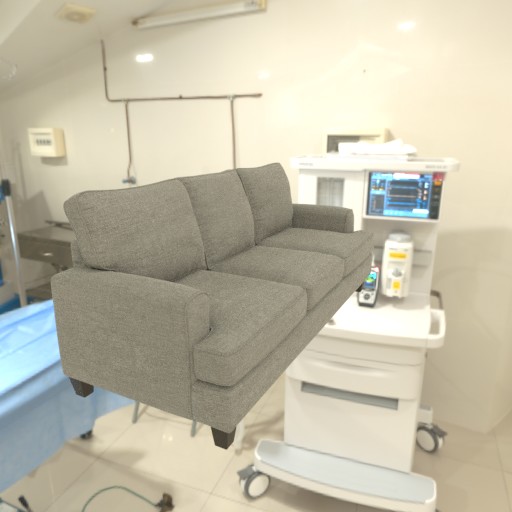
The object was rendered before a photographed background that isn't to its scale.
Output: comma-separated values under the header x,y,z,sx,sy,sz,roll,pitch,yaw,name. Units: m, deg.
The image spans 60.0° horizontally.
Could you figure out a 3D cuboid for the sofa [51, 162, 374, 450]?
x,y,z,sx,sy,sz,roll,pitch,yaw,name
0.000,0.000,2.654,0.951,0.965,2.158,8,18,27,sofa
